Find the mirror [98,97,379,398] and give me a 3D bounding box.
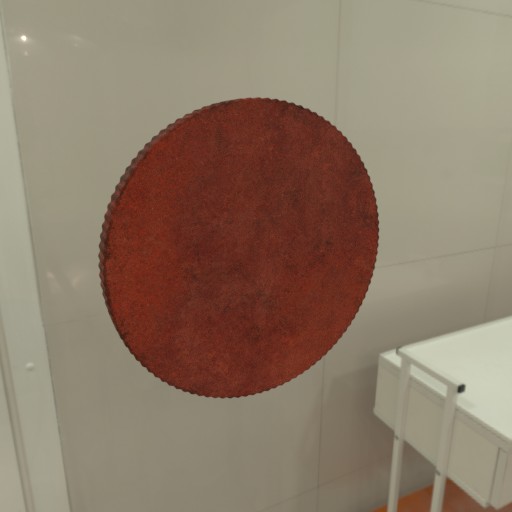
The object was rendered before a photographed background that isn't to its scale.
[{"bbox_3d":[0.000,0.000,0.907,0.609,0.609,0.056,-8,18,-26],"label":"mirror"}]
